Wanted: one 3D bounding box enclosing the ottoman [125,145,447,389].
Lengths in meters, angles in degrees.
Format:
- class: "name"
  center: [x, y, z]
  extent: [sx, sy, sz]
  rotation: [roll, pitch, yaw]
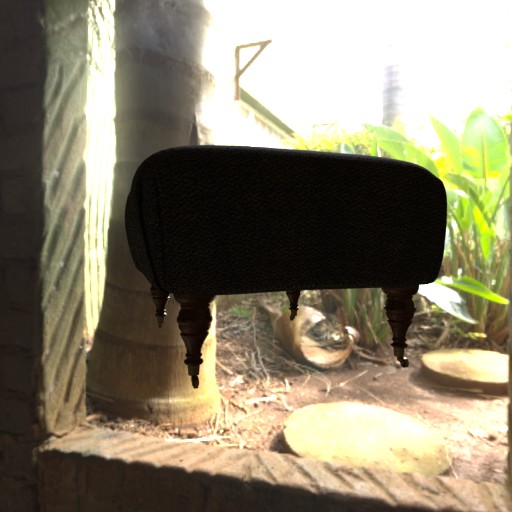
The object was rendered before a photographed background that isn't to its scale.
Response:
- class: "ottoman"
  center: [0.000, 0.000, 1.121]
  extent: [0.622, 0.450, 0.747]
  rotation: [0, 1, -18]
